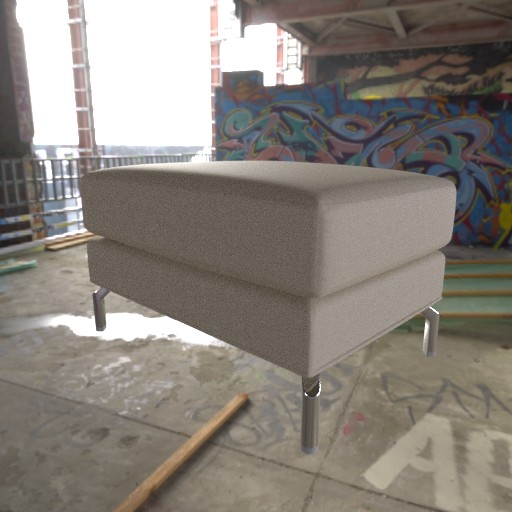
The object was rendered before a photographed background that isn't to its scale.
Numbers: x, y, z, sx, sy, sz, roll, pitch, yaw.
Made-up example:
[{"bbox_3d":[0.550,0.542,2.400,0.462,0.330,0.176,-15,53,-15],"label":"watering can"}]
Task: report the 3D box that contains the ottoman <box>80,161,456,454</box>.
[{"bbox_3d":[0.000,0.000,1.199,0.835,0.497,0.581,13,19,42],"label":"ottoman"}]
